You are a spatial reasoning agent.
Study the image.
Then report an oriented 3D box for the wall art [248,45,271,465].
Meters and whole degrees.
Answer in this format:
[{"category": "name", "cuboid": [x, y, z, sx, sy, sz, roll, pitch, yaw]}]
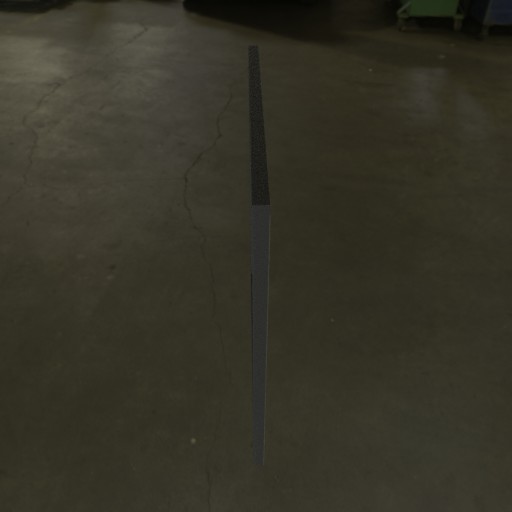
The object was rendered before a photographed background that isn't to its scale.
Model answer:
[{"category": "wall art", "cuboid": [0.000, 0.000, 1.210, 0.028, 0.863, 0.755, -1, 41, -1]}]
